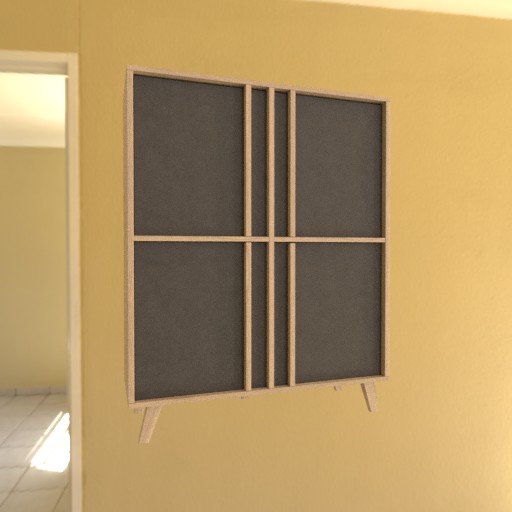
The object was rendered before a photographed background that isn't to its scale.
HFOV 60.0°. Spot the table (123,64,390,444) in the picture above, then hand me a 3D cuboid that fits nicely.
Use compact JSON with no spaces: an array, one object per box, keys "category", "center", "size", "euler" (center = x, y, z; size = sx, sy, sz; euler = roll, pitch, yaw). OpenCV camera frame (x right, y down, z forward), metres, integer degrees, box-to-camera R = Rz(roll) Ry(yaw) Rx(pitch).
[{"category":"table","center":[0.000,0.000,1.965],"size":[1.111,1.388,0.398],"euler":[0,1,-18]}]
